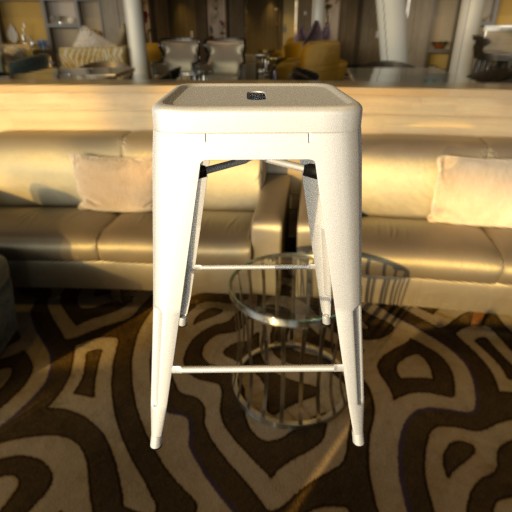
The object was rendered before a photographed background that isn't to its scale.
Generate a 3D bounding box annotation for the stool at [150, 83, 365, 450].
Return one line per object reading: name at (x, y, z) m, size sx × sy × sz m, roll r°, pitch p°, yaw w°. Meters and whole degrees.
stool at (0.000, 0.000, 0.874) m, size 0.406 × 0.610 × 0.406 m, roll 0°, pitch 27°, yaw -1°
